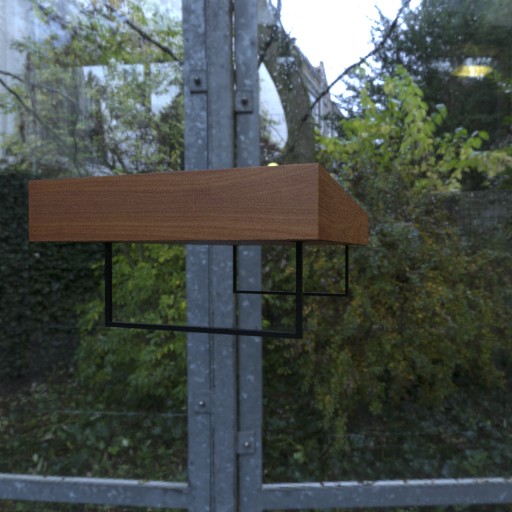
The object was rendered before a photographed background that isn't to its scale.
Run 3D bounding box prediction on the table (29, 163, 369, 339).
[{"bbox_3d":[0.000,0.000,1.401,0.610,0.330,1.194,0,1,18],"label":"table"}]
